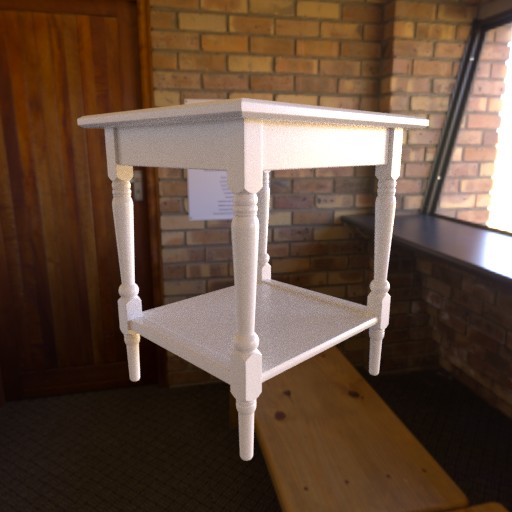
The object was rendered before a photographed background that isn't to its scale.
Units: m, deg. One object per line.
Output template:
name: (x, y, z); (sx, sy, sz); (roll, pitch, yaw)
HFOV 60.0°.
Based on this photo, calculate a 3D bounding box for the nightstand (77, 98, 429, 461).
nightstand: (0.000, 0.000, 0.922); (0.505, 0.555, 0.459); (-13, 19, -43)
